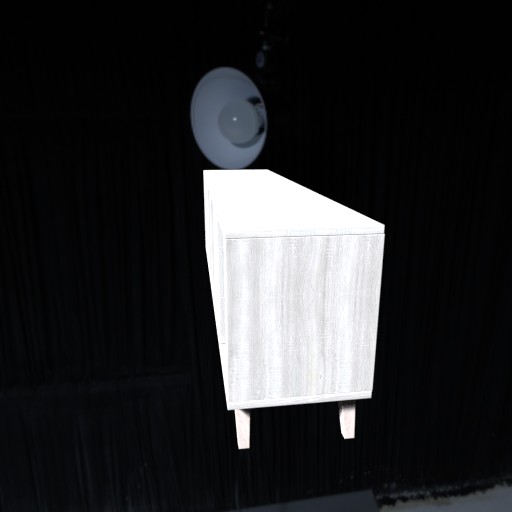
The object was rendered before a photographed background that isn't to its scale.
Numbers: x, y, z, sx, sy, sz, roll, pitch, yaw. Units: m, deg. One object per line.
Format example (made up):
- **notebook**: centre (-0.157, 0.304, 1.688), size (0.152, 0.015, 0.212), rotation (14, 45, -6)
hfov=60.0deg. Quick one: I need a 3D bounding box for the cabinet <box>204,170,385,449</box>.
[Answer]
- **cabinet**: centre (0.000, 0.000, 2.486), size (0.499, 0.779, 2.198), rotation (-2, 16, -8)
